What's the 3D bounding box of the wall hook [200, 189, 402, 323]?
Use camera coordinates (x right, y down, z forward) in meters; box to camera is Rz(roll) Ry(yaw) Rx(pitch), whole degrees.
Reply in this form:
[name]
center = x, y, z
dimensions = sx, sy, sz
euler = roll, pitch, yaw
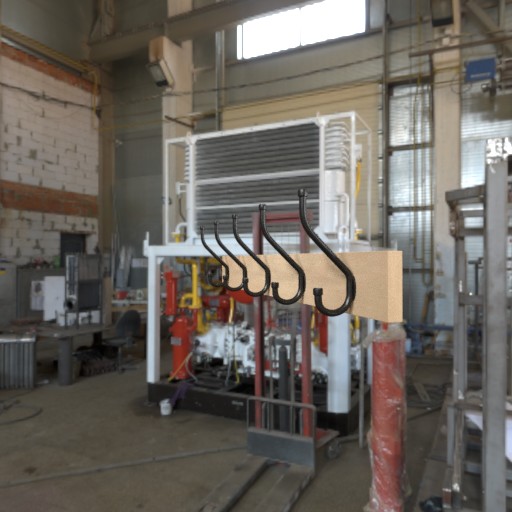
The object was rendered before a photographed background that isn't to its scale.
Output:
[wall hook]
center = 0.000, 0.000, 0.631
dimensions = 0.071, 0.117, 0.571
euler = 0, -1, -18
